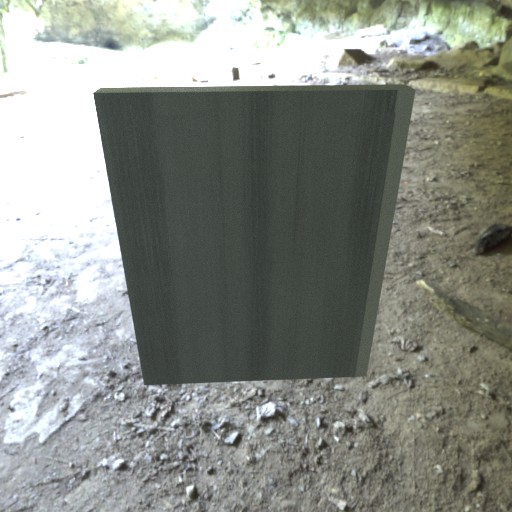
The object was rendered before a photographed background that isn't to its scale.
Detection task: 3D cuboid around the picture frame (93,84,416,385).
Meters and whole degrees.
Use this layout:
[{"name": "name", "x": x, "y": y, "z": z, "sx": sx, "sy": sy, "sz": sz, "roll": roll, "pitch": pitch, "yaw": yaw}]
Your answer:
[{"name": "picture frame", "x": 0.000, "y": 0.000, "z": 0.774, "sx": 0.449, "sy": 0.555, "sz": 0.046, "roll": -2, "pitch": 30, "yaw": -3}]
